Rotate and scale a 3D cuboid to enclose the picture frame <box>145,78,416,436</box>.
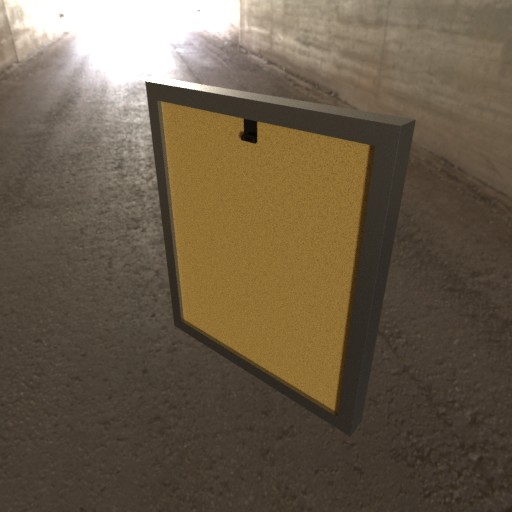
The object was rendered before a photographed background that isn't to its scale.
[{"bbox_3d":[0.000,0.000,1.406,0.839,0.968,0.073,23,38,34],"label":"picture frame"}]
